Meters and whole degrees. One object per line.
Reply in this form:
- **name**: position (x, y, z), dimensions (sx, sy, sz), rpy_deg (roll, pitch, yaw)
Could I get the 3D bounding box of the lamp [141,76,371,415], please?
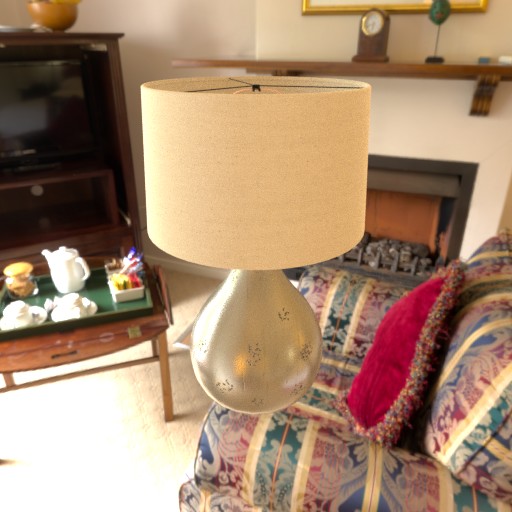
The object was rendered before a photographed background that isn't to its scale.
- **lamp**: position (0.000, 0.000, 0.716), dimensions (0.330, 0.521, 0.330), rpy_deg (0, 25, 0)
